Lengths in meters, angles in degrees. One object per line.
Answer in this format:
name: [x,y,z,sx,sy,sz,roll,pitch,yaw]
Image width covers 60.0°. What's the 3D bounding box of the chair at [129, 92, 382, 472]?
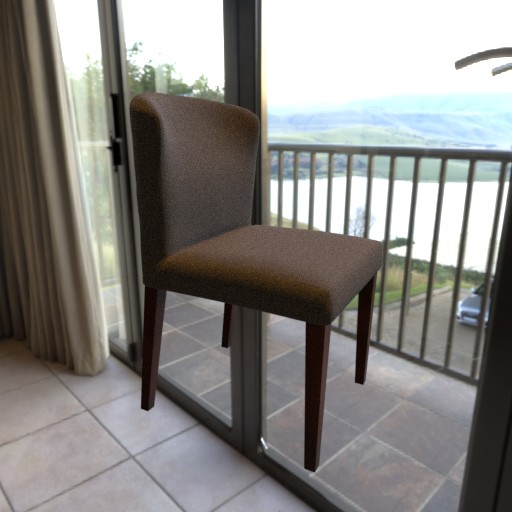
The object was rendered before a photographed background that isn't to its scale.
chair: [0.000,0.000,1.191,0.589,0.839,0.491,8,18,27]
